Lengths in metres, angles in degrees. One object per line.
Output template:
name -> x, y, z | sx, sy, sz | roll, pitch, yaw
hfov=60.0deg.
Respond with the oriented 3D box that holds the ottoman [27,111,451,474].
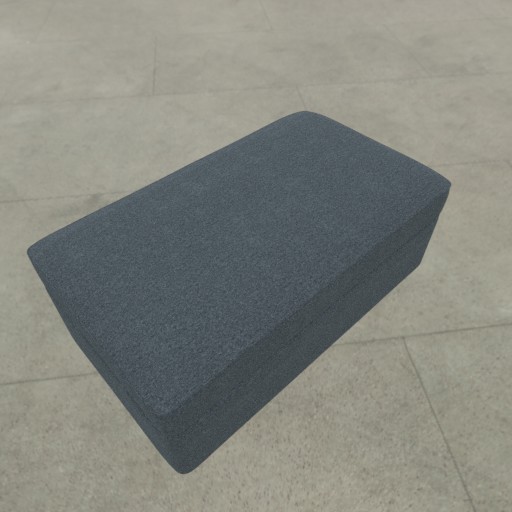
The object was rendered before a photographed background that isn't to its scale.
ottoman -> 0.000, 0.000, 1.484 | 1.173, 0.494, 0.681 | -34, 56, -28
